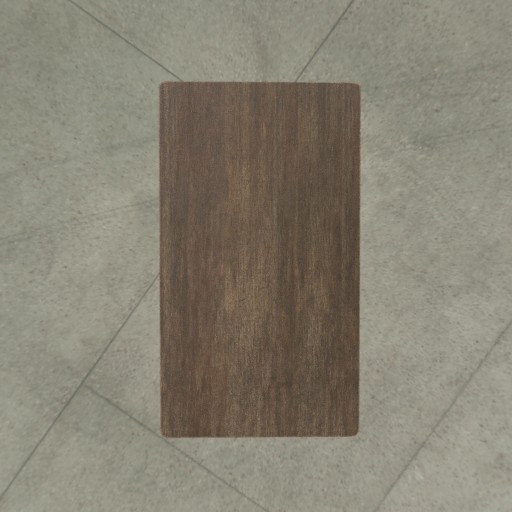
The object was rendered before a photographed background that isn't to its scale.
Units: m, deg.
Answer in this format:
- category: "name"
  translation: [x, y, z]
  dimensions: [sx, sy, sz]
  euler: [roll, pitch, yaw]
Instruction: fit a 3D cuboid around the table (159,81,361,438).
- category: "table"
  translation: [0.000, 0.000, 0.879]
  dimensions: [0.254, 0.637, 0.450]
  euler: [0, 91, -1]
